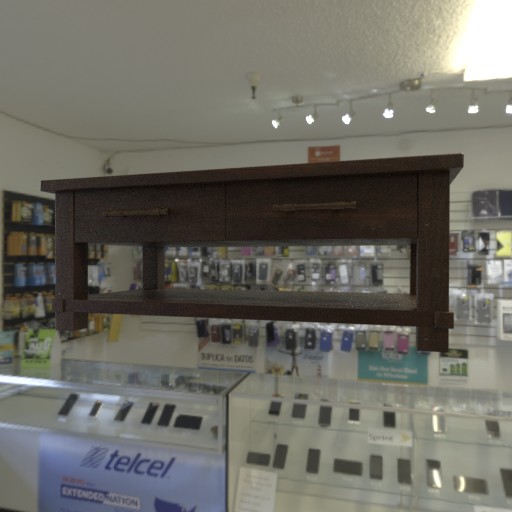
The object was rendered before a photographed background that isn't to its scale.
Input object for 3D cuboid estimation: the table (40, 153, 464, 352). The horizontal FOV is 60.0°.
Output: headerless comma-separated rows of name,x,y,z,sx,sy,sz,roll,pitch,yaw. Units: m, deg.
table,0.000,0.000,1.589,1.270,0.494,0.700,0,-1,17
